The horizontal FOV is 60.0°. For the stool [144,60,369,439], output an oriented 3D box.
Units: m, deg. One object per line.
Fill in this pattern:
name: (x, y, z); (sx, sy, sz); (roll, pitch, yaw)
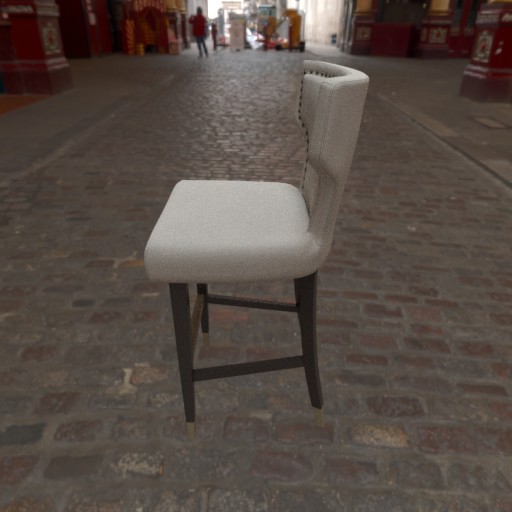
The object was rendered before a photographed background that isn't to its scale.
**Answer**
stool: (0.000, 0.000, 1.388); (0.563, 1.092, 0.526); (0, 28, 0)
